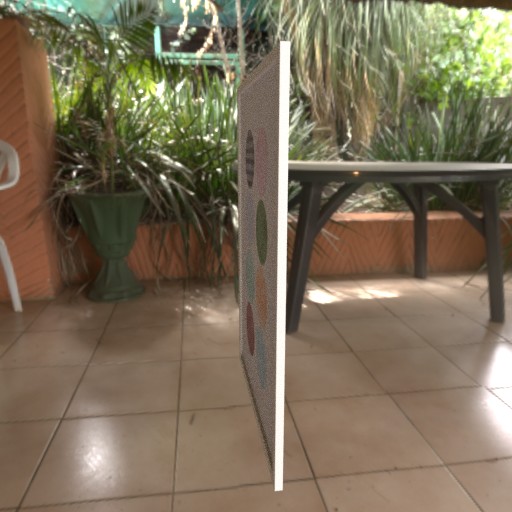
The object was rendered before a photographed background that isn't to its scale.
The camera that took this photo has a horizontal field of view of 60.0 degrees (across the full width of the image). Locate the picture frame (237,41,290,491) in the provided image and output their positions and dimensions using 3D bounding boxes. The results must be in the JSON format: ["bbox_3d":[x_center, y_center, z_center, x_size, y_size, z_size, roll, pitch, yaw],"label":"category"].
[{"bbox_3d":[0.000,0.000,0.845,0.013,0.657,0.457,-2,14,-9],"label":"picture frame"}]
